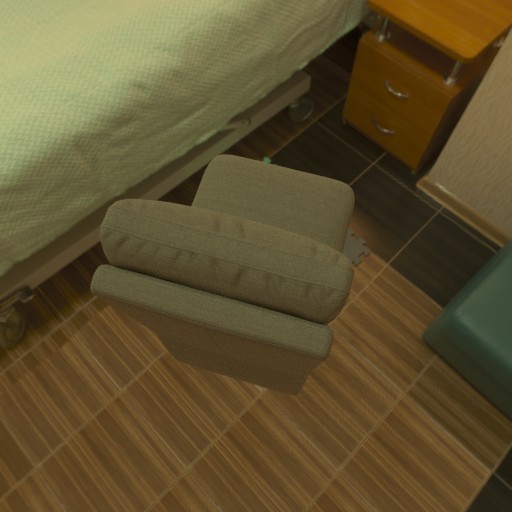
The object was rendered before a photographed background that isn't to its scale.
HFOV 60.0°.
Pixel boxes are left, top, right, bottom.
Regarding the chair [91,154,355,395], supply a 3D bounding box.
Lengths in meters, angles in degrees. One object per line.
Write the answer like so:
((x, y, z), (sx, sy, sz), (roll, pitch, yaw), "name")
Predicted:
((0.000, 0.000, 1.316), (0.503, 0.927, 0.698), (15, 65, 7), "chair")
